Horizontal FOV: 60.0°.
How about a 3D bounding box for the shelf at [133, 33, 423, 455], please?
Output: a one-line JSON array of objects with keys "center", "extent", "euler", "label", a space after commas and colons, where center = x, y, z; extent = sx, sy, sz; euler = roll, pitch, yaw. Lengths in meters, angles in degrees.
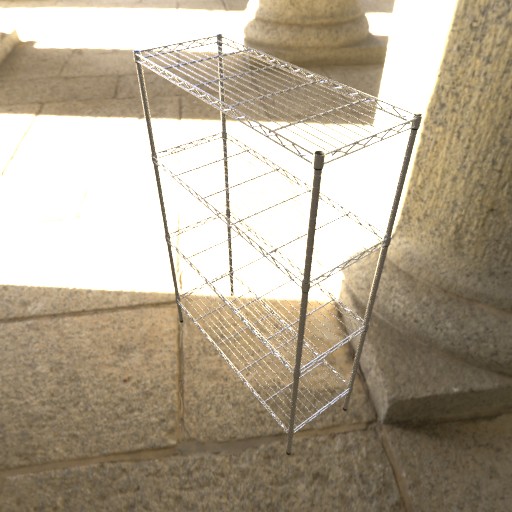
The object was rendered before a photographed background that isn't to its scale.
[{"center": [0.000, 0.000, 1.720], "extent": [0.352, 1.360, 0.907], "euler": [-26, 47, -27], "label": "shelf"}]
